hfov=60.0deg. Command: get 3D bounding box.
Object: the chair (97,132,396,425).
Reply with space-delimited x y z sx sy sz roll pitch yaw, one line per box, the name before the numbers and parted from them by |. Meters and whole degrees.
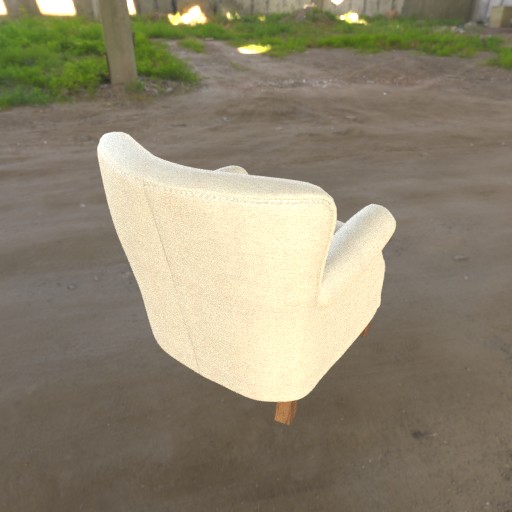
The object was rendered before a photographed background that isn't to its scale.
chair | 0.000 0.000 1.660 0.861 0.936 0.921 22 37 32
